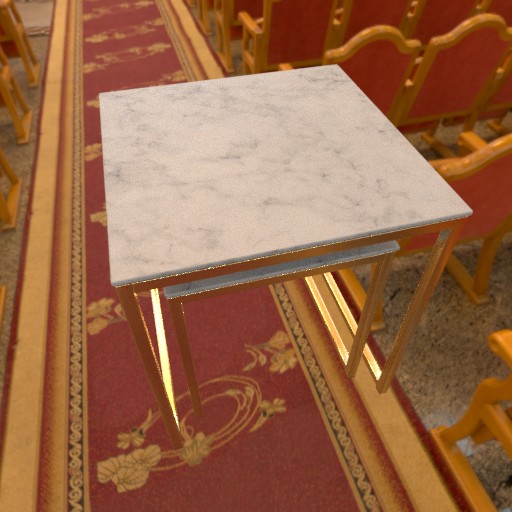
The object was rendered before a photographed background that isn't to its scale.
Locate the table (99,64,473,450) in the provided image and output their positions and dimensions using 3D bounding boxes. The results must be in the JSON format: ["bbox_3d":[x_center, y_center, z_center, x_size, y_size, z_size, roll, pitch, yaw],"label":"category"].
[{"bbox_3d":[0.000,0.000,0.852,0.450,0.500,0.450,-11,48,-10],"label":"table"}]
